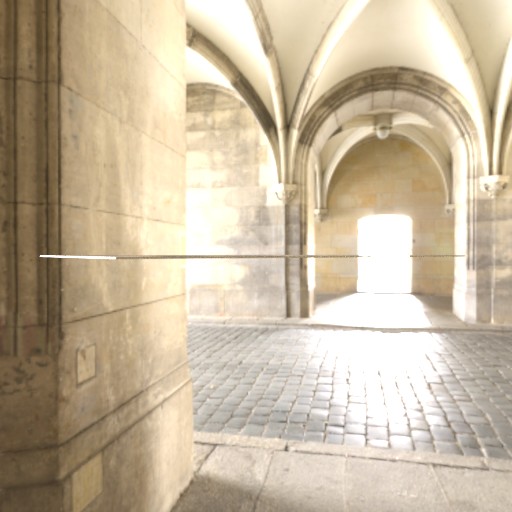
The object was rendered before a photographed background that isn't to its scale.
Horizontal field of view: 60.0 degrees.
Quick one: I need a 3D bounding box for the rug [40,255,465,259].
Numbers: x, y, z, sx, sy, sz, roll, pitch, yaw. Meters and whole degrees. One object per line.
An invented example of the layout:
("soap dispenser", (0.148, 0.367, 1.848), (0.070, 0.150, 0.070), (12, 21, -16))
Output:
("rug", (0.000, 0.000, 2.259), (1.813, 0.006, 1.202), (0, 0, -35))
